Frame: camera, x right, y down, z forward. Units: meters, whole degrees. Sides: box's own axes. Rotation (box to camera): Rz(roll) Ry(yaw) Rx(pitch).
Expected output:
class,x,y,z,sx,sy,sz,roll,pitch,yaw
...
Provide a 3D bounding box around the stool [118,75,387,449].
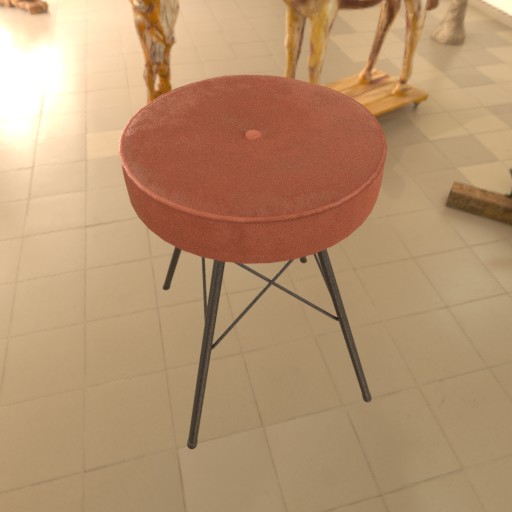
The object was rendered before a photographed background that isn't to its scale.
class,x,y,z,sx,sy,sz,roll,pitch,yaw
stool,0.000,0.000,0.891,0.421,0.593,0.457,-11,47,-10
